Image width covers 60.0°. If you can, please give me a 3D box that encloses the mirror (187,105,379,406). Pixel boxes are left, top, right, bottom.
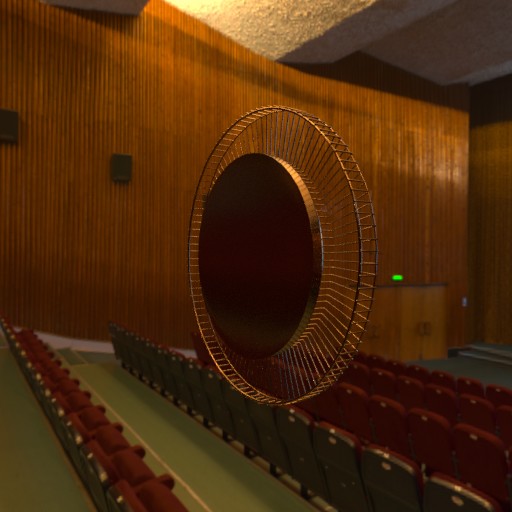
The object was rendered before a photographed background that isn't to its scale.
[{"bbox_3d":[0.000,0.000,1.083,0.067,0.703,0.703,0,1,-35],"label":"mirror"}]
